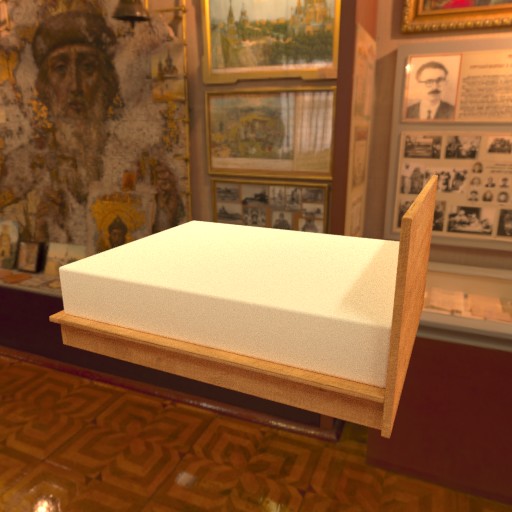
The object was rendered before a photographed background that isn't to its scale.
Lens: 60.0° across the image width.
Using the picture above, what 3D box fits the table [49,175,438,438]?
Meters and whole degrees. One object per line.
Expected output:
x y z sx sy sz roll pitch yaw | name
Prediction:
0.000 0.000 3.078 2.149 1.041 1.707 7 18 24 | table
